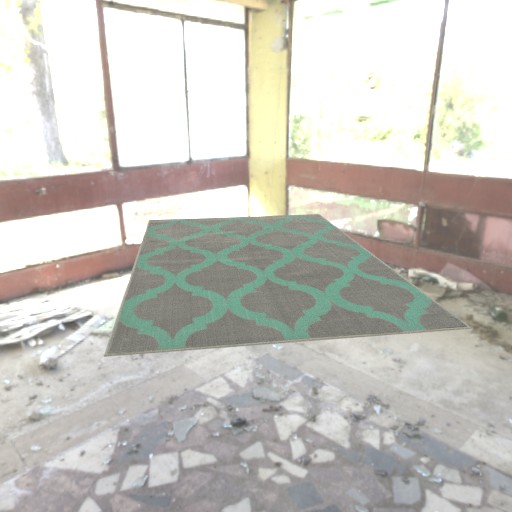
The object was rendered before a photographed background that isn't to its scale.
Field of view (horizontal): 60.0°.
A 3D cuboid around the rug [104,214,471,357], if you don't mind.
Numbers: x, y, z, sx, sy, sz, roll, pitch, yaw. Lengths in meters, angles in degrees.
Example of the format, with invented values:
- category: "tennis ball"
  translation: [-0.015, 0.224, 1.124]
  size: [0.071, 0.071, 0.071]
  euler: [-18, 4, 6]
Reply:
- category: "rug"
  translation: [0.000, 0.000, 2.872]
  size: [1.524, 0.006, 2.286]
  euler: [-3, 18, -8]
